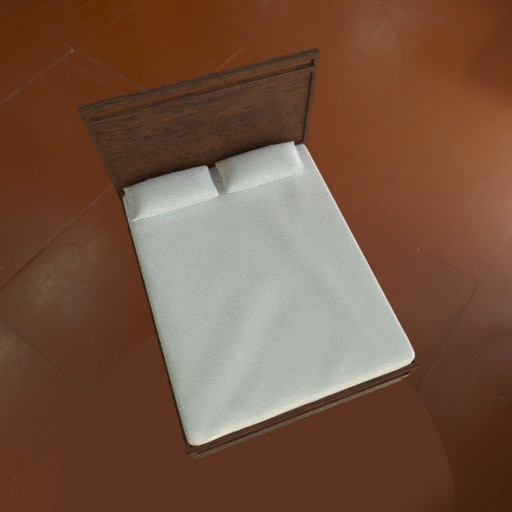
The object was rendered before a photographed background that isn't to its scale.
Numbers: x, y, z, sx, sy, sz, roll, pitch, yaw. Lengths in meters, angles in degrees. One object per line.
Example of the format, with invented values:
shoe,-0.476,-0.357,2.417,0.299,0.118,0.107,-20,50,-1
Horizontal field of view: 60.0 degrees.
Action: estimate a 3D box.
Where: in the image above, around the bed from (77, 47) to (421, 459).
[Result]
bed,0.000,0.000,3.300,1.765,1.487,2.218,-18,64,-9
